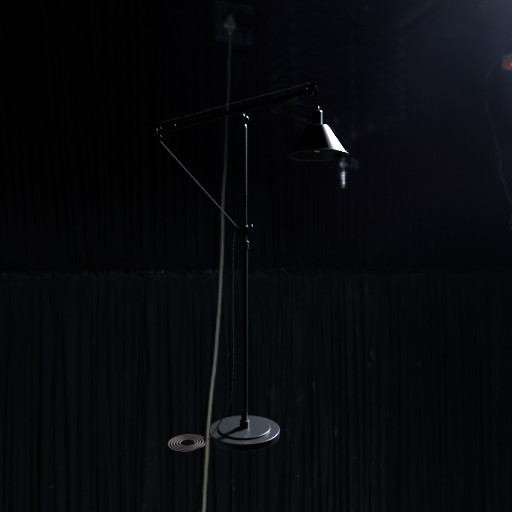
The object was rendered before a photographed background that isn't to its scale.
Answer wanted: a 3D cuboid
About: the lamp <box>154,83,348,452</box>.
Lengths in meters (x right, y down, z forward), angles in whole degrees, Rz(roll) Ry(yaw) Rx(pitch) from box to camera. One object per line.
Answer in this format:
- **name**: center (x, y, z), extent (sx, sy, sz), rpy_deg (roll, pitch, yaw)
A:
- **lamp**: center (0.000, 0.000, 2.014), extent (0.904, 1.626, 0.319), rpy_deg (0, 1, -19)
